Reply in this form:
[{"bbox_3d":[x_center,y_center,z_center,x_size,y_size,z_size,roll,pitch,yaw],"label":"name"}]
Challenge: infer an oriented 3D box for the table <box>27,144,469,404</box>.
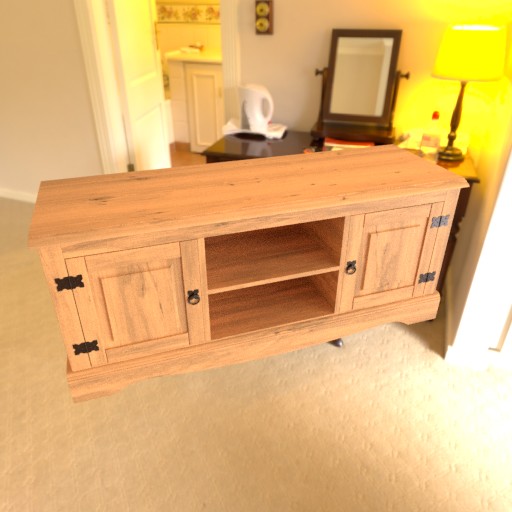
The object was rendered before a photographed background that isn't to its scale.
[{"bbox_3d":[0.000,0.000,1.432,1.200,0.510,0.400,-10,32,-16],"label":"table"}]
